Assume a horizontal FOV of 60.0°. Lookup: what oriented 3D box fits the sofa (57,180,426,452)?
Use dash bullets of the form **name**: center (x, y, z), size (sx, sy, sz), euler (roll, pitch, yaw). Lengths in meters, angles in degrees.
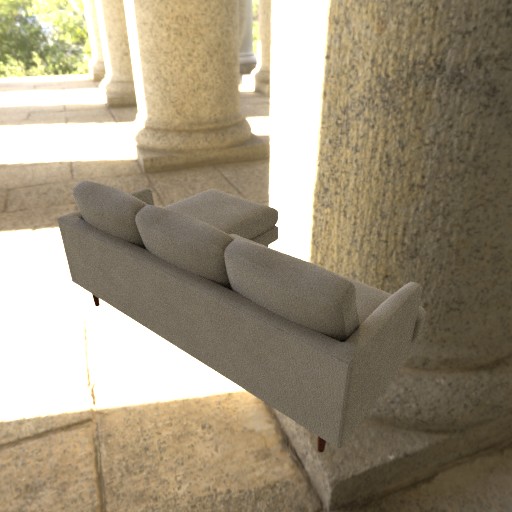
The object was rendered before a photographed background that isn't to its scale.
- **sofa**: center (0.000, 0.000, 2.960), size (2.233, 0.956, 1.504), euler (22, 36, 34)
